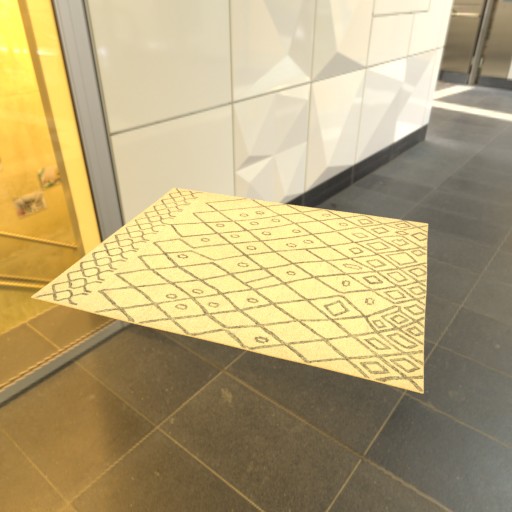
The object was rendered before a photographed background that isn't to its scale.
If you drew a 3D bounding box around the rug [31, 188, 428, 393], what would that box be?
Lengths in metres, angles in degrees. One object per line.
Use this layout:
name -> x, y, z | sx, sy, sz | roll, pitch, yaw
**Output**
rug -> 0.000, 0.000, 4.164 | 3.046, 0.015, 2.446 | 10, 33, 16
